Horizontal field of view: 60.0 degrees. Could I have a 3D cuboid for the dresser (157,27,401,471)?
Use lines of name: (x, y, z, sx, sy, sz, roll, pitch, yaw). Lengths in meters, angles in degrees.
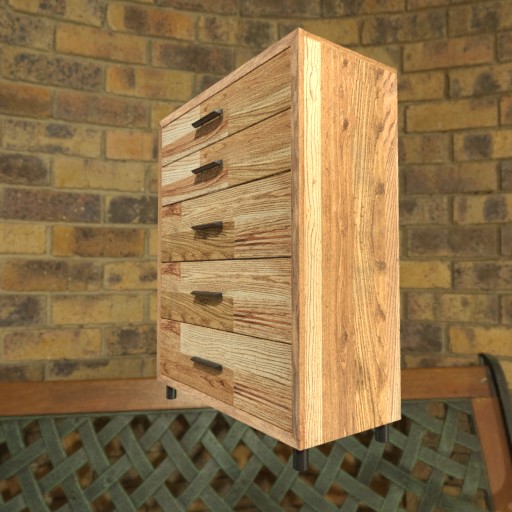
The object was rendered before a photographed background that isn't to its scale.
dresser: (0.000, 0.000, 1.726, 0.480, 1.243, 0.966, 1, -3, -36)
